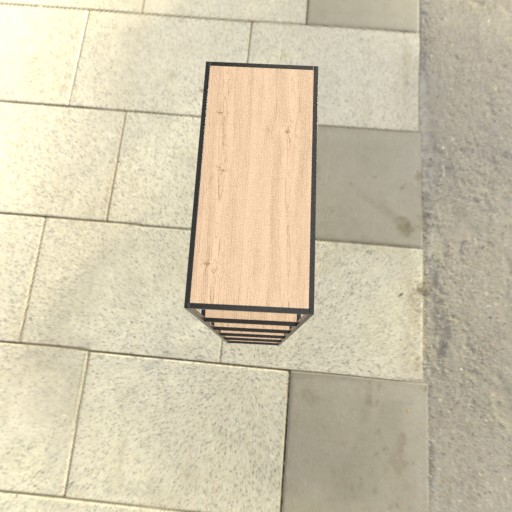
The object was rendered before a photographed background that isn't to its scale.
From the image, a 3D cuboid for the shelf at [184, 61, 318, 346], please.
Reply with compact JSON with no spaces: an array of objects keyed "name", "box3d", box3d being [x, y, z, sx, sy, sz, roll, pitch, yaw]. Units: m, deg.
[{"name":"shelf","box3d":[0.000,0.000,2.181,0.350,1.850,0.770,3,76,1]}]
